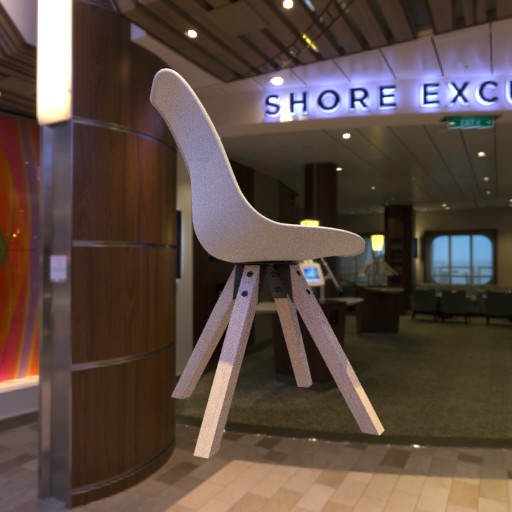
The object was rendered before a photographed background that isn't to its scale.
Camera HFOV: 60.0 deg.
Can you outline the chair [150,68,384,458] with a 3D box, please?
[{"bbox_3d":[0.000,0.000,1.188,0.550,0.850,0.485,0,0,-17],"label":"chair"}]
